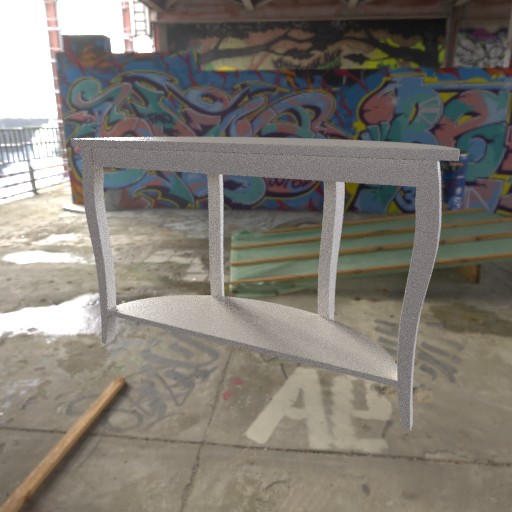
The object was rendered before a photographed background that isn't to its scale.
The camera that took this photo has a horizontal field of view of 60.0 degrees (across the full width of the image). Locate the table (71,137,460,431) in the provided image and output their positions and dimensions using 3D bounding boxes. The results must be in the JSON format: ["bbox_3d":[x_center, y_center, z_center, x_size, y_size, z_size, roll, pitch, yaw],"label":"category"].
[{"bbox_3d":[0.000,0.000,1.542,1.219,0.780,0.394,8,19,25],"label":"table"}]
